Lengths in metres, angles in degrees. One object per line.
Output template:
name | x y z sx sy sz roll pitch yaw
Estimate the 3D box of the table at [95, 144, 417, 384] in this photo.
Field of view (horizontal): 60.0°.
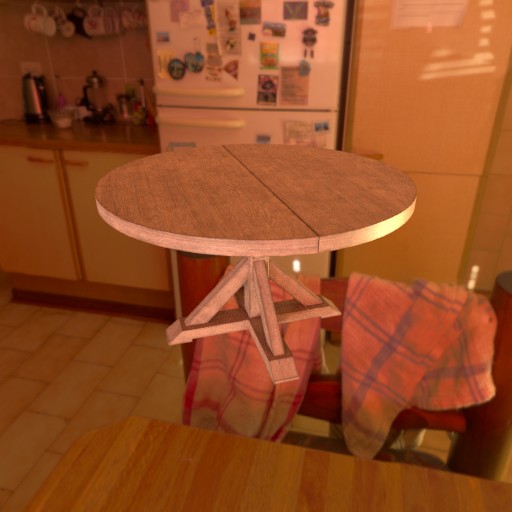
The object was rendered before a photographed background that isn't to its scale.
table | 0.000 0.000 2.138 1.363 0.781 1.363 0 26 0
